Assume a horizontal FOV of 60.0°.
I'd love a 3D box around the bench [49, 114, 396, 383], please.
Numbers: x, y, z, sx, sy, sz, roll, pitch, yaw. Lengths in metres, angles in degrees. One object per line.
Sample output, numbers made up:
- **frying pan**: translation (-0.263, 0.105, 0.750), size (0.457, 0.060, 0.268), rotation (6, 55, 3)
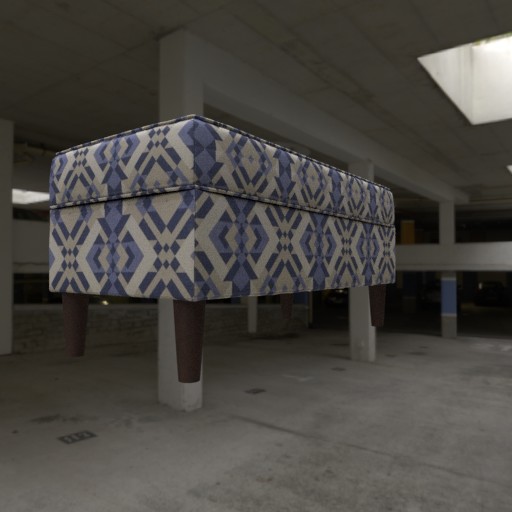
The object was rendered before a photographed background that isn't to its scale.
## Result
- **bench**: translation (0.000, 0.000, 1.296), size (0.492, 0.477, 1.016), rotation (-1, -2, 37)
